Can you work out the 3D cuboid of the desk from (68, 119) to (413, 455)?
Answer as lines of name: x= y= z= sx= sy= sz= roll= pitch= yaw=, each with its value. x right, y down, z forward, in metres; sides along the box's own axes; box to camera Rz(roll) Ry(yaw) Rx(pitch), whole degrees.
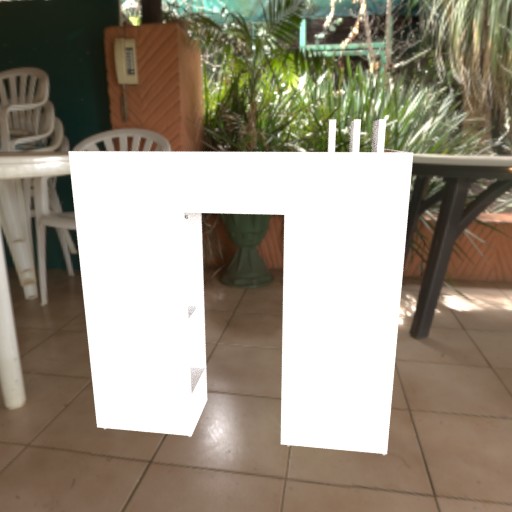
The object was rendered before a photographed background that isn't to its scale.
desk: x=0.000 y=0.000 z=1.745 sx=0.940 sy=0.986 sz=0.940 roll=2 pitch=15 yaw=8
